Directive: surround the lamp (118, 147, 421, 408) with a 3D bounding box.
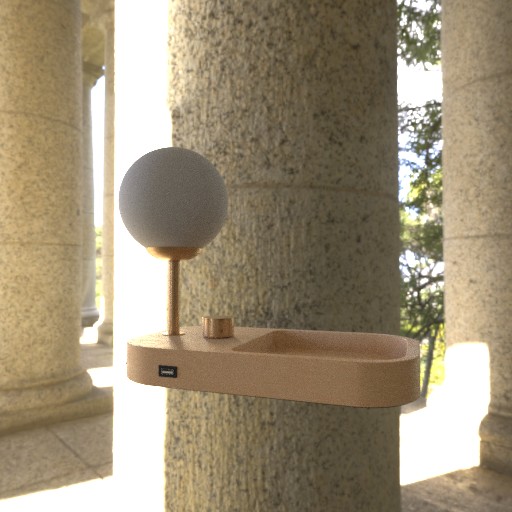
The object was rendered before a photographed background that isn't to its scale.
[{"bbox_3d":[0.000,0.000,0.479,0.331,0.253,0.173,-1,-2,20],"label":"lamp"}]
